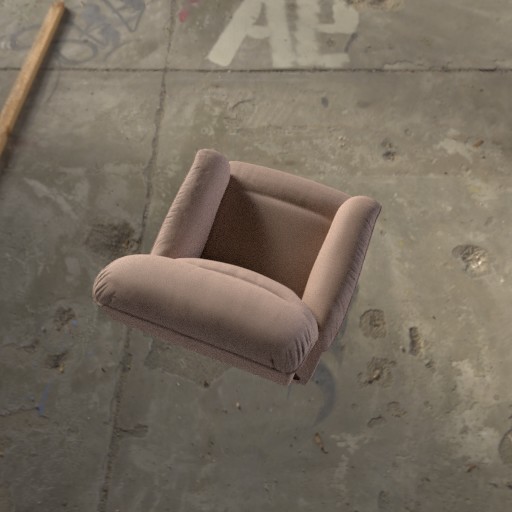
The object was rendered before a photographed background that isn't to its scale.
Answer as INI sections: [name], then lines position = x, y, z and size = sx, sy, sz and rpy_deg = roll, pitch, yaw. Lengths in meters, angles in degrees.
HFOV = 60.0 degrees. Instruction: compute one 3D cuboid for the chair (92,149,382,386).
[chair]
position = 0.000, 0.000, 1.764
size = 0.820, 1.037, 1.004
rpy_deg = 19, 65, 9
